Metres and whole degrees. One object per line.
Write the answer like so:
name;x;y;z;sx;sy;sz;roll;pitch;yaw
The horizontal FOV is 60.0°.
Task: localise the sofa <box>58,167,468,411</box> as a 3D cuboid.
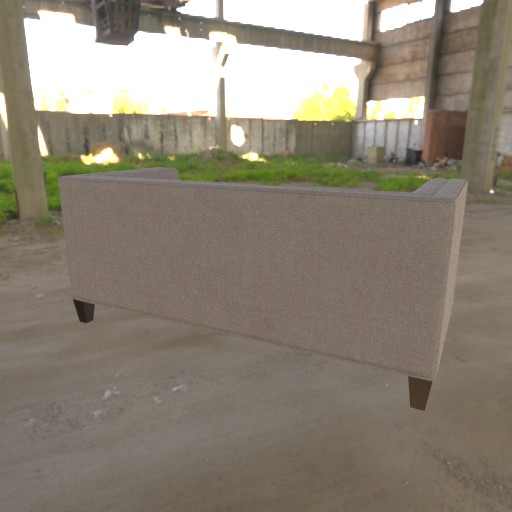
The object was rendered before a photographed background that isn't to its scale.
sofa;0.000;0.000;2.175;1.778;0.762;0.775;8;17;26
